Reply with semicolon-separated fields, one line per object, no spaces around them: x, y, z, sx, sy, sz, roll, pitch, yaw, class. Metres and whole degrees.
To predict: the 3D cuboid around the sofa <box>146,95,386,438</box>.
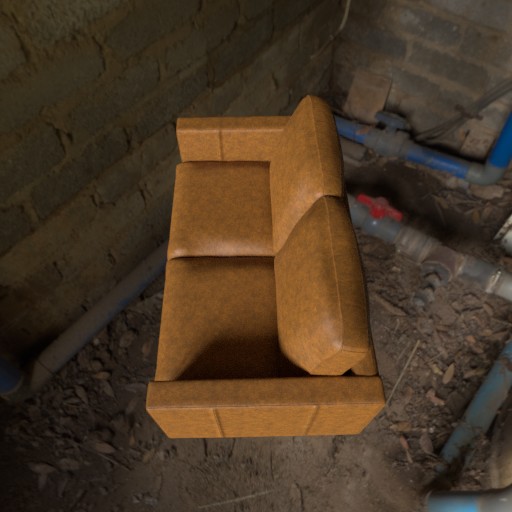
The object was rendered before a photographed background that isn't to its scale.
0.000;0.000;2.198;0.909;0.951;1.578;-1;57;-1;sofa
